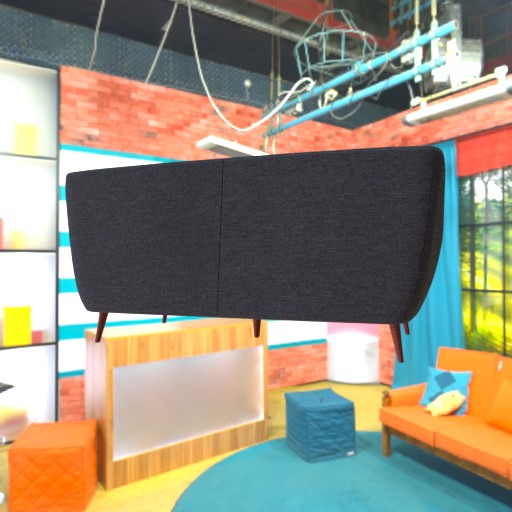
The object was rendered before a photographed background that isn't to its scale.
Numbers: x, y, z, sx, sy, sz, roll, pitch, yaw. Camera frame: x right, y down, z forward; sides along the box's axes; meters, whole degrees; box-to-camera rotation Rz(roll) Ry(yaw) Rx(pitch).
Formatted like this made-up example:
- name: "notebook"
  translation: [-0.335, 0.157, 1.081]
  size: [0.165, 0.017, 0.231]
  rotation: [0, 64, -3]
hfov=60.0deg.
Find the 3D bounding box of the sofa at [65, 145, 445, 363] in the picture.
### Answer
- name: "sofa"
  translation: [0.000, 0.000, 2.434]
  size: [1.929, 0.896, 0.975]
  rotation: [0, -1, 18]
